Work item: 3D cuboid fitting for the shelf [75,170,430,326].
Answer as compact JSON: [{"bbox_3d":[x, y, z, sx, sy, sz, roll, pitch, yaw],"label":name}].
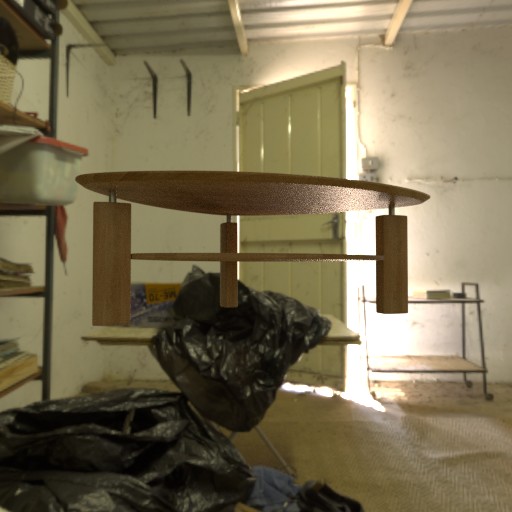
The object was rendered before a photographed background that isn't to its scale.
[{"bbox_3d":[0.000,0.000,1.660,1.240,0.439,0.863,0,-2,-19],"label":"shelf"}]
